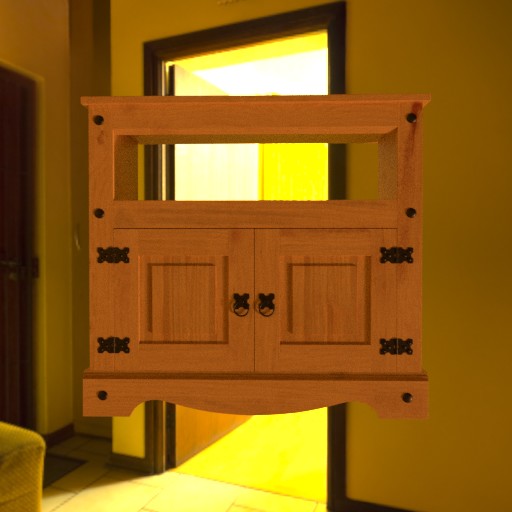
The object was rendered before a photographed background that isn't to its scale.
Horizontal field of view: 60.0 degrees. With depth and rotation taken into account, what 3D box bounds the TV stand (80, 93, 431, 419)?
[{"bbox_3d":[0.000,0.000,1.291,0.851,0.787,0.430,0,1,1],"label":"TV stand"}]
